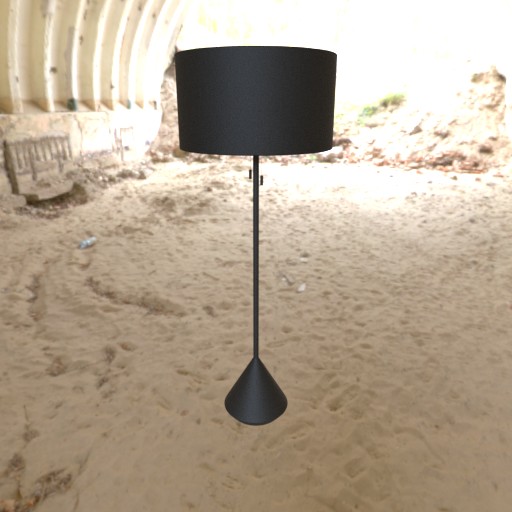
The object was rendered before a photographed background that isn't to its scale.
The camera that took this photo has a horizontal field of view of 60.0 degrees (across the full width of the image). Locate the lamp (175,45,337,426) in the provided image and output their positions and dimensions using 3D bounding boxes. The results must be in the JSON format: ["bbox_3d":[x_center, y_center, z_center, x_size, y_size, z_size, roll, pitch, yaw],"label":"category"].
[{"bbox_3d":[0.000,0.000,1.843,0.580,1.526,0.580,-9,21,-24],"label":"lamp"}]
